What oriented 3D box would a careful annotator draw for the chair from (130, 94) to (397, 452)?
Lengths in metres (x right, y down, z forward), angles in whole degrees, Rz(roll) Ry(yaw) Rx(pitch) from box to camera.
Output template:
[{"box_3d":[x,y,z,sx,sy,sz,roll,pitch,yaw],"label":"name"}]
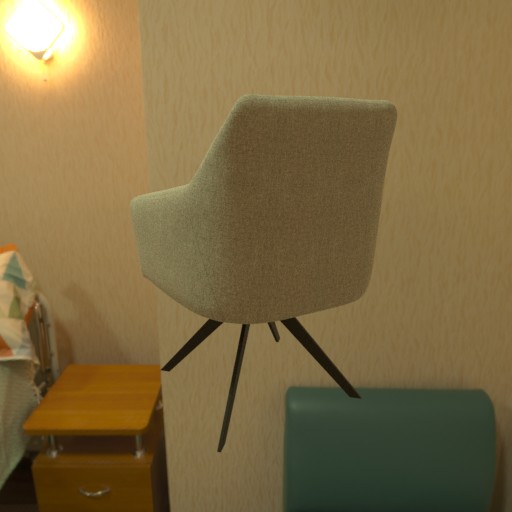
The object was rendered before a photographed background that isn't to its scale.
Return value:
[{"box_3d":[0.000,0.000,1.345,0.642,0.874,0.677,-9,18,-29],"label":"chair"}]
